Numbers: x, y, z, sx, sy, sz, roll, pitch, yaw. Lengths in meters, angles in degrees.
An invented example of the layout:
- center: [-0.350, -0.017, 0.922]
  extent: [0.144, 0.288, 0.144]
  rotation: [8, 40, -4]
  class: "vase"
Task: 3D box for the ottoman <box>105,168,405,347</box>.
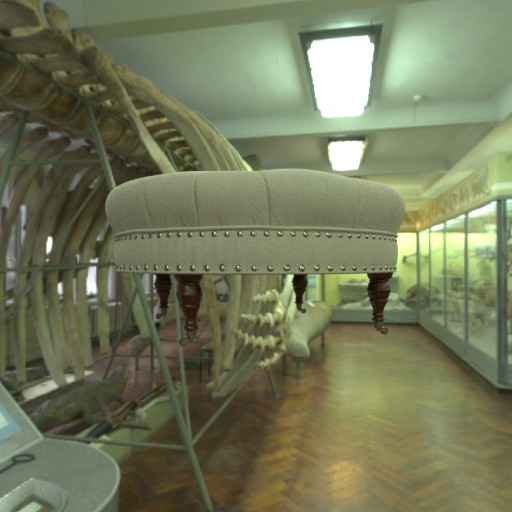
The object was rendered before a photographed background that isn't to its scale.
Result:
- center: [0.000, 0.000, 1.398]
  extent: [0.901, 0.439, 0.901]
  rotation: [0, -1, 0]
  class: "ottoman"
